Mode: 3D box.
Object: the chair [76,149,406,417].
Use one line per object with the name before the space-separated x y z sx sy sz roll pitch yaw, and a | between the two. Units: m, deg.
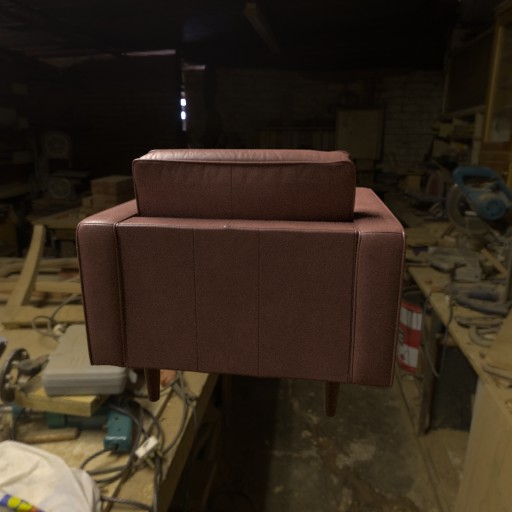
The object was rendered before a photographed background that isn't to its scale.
chair | 0.000 0.000 1.609 0.920 0.770 0.900 2 15 8
